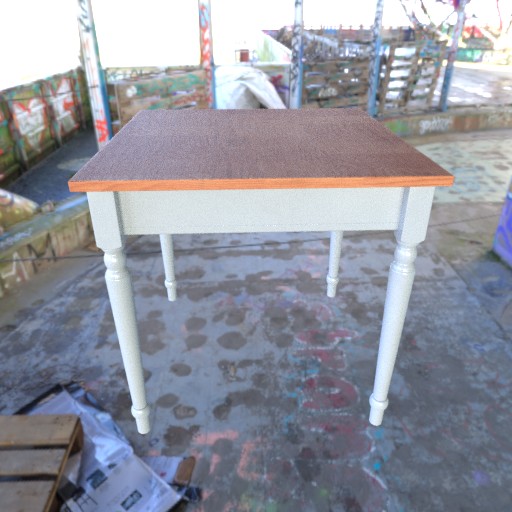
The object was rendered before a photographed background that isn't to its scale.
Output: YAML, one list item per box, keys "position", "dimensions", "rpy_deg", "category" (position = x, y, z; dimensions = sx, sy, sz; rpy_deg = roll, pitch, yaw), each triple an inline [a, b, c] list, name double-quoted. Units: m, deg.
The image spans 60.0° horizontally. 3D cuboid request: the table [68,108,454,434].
- position: [0.000, 0.000, 1.356]
  dimensions: [0.747, 0.738, 0.747]
  rpy_deg: [-1, 28, -2]
  category: "table"
